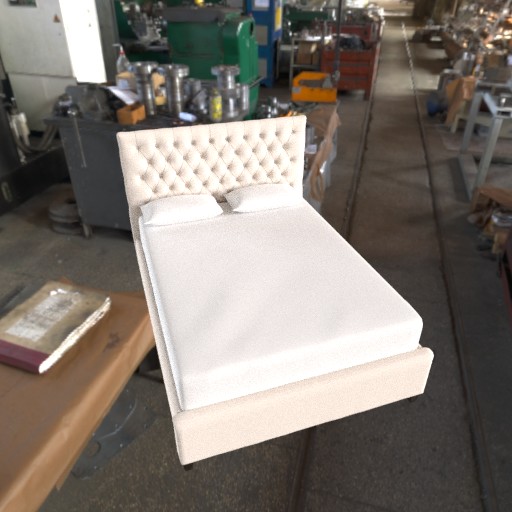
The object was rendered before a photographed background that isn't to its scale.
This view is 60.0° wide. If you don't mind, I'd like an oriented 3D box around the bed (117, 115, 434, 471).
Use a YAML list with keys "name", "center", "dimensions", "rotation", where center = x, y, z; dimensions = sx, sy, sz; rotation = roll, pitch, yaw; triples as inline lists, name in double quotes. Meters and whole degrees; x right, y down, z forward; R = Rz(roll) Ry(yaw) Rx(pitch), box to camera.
- name: "bed"
  center: [0.000, 0.000, 3.360]
  dimensions: [1.696, 1.426, 2.233]
  rotation: [-10, 34, -16]
